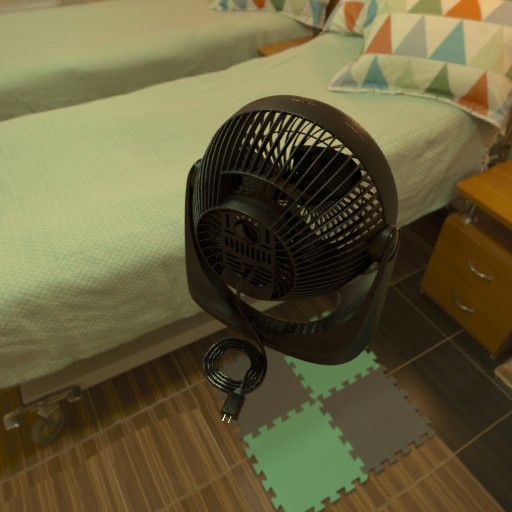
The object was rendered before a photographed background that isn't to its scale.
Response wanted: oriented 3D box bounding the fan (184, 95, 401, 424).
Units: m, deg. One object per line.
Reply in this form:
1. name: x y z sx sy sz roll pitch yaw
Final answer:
1. fan: 0.000 0.000 0.486 0.273 0.277 0.256 23 50 21
